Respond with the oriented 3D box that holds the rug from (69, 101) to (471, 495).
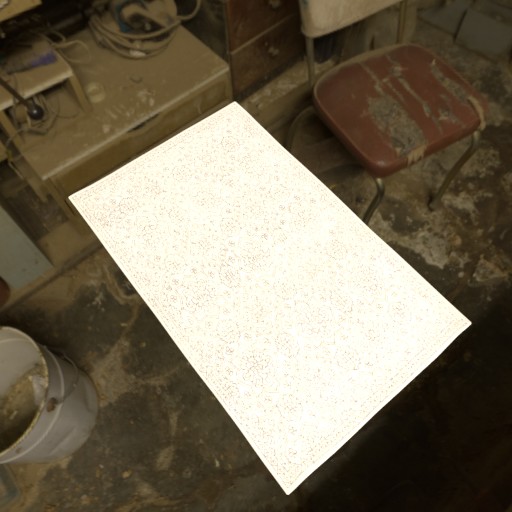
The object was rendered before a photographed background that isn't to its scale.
[{"bbox_3d":[0.000,0.000,2.982,1.518,0.023,2.434,-36,68,-16],"label":"rug"}]
